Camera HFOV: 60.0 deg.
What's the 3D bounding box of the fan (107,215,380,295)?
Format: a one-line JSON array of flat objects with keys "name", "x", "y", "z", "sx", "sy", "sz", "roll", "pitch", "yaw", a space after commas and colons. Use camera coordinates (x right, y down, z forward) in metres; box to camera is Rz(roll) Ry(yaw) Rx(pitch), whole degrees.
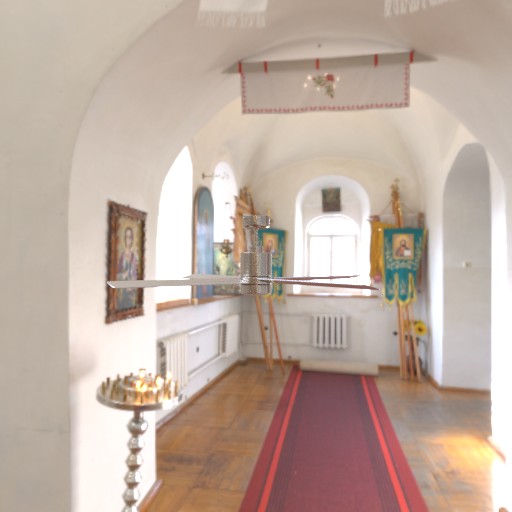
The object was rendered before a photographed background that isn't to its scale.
[{"name": "fan", "x": 0.000, "y": 0.000, "z": 2.004, "sx": 1.322, "sy": 0.355, "sz": 1.322, "roll": 0, "pitch": -1, "yaw": -36}]
